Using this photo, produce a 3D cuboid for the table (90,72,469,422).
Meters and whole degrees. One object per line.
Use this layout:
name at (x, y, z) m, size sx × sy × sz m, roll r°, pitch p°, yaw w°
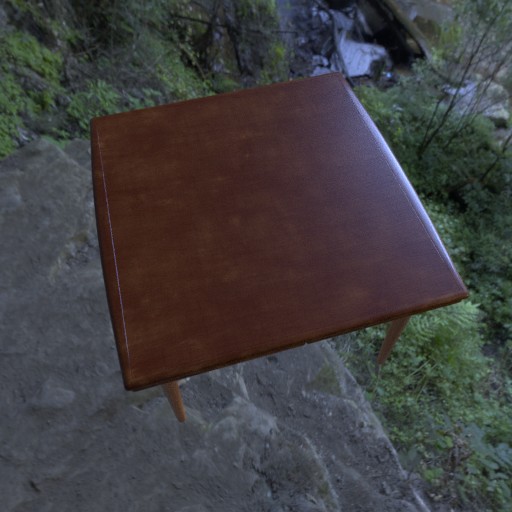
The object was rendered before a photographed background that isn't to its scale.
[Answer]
table at (0.000, 0.000, 1.712) m, size 0.991 × 0.754 × 0.991 m, roll -14°, pitch 60°, yaw -8°
